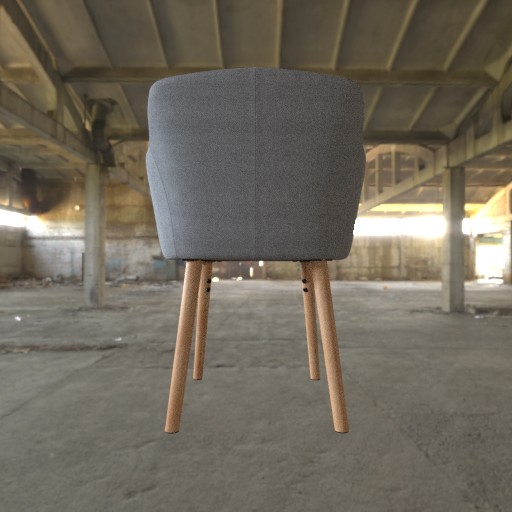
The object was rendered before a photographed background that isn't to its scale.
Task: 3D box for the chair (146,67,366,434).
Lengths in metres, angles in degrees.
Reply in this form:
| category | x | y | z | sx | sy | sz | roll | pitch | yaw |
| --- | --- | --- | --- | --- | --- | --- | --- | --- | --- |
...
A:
| category | x | y | z | sx | sy | sz | roll | pitch | yaw |
| --- | --- | --- | --- | --- | --- | --- | --- | --- | --- |
| chair | 0.000 | 0.000 | 1.171 | 0.570 | 0.780 | 0.540 | 0 | -1 | 0 |
